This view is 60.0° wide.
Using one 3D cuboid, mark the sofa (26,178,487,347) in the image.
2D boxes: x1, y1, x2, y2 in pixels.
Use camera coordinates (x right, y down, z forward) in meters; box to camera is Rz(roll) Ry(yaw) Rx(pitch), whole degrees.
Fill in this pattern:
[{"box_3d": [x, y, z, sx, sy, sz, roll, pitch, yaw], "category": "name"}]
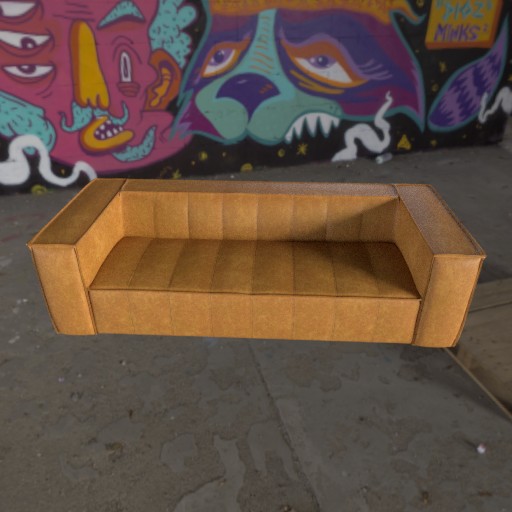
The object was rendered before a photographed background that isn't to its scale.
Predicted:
[{"box_3d": [0.000, 0.000, 3.042, 2.581, 0.701, 1.102, 1, 31, 2], "category": "sofa"}]
